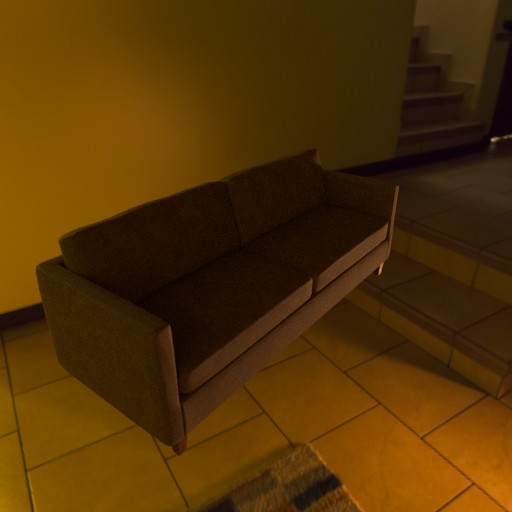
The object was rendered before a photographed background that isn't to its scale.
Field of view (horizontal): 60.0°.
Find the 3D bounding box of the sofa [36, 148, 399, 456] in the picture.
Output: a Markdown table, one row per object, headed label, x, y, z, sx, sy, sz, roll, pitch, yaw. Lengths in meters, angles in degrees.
| label | x | y | z | sx | sy | sz | roll | pitch | yaw |
| --- | --- | --- | --- | --- | --- | --- | --- | --- | --- |
| sofa | 0.000 | 0.000 | 2.909 | 0.951 | 0.965 | 2.434 | 19 | 33 | 33 |
